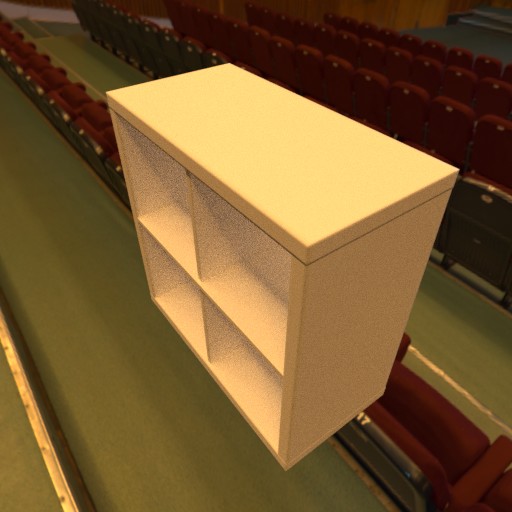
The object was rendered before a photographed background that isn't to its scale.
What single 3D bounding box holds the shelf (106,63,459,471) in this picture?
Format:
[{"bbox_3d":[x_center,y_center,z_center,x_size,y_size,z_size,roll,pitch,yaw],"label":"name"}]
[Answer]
[{"bbox_3d":[0.000,0.000,1.263,0.390,0.786,0.790,-26,47,-27],"label":"shelf"}]
